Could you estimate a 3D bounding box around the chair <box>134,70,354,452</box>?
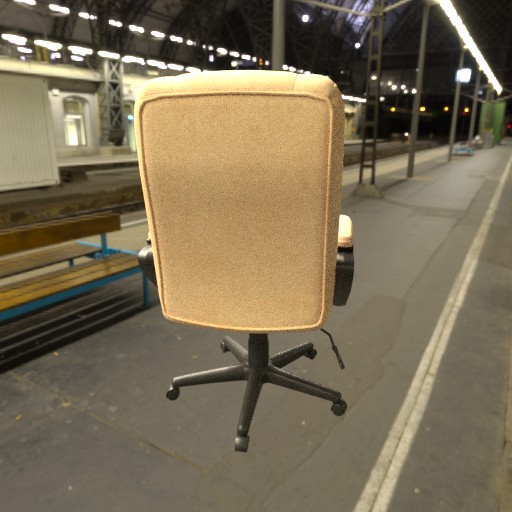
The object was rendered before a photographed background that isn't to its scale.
[{"bbox_3d":[0.000,0.000,1.513,0.667,1.105,0.724,2,16,9],"label":"chair"}]
